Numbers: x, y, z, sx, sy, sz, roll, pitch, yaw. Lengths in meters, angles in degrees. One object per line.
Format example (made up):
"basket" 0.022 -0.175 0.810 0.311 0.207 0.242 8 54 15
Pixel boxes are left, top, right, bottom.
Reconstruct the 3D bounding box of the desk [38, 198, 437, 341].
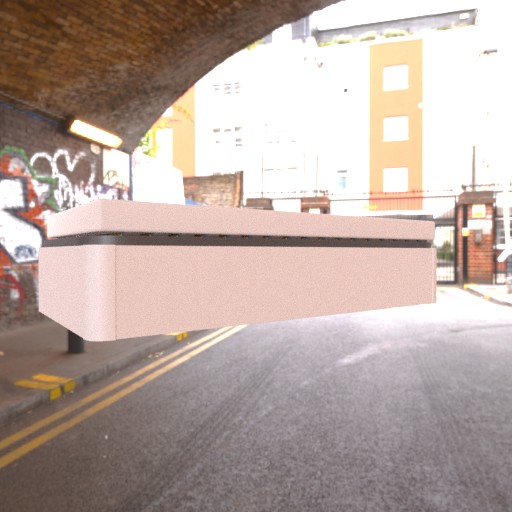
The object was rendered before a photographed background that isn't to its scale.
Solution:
"desk" 0.000 0.000 2.288 1.900 0.526 0.900 0 1 -35
